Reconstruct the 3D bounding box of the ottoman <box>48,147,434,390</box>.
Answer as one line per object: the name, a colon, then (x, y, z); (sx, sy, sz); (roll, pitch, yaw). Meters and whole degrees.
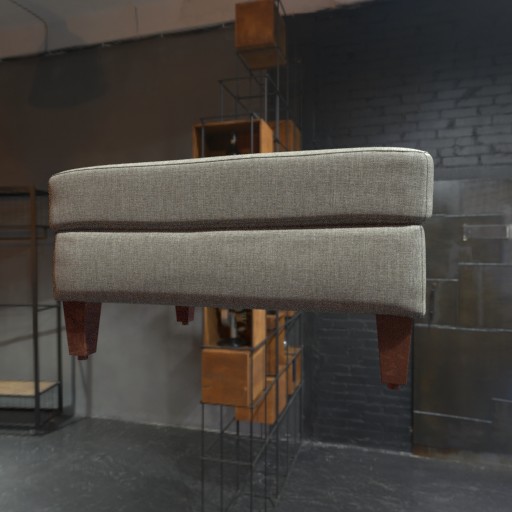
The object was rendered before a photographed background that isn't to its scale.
ottoman: (0.000, 0.000, 1.206); (0.873, 0.494, 0.639); (0, 1, 18)
